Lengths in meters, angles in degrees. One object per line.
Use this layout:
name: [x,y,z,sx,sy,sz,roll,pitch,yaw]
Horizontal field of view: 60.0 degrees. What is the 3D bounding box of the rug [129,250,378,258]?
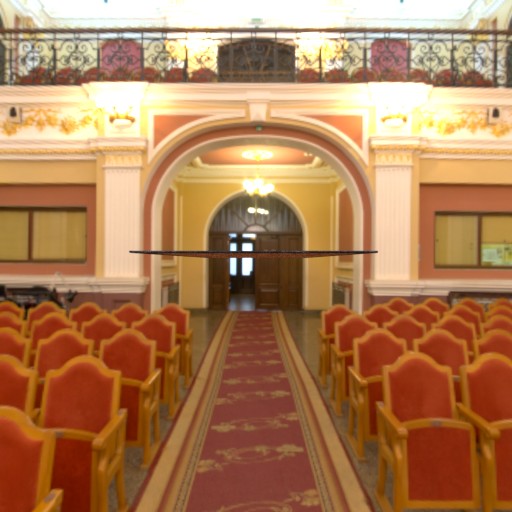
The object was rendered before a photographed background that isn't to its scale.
rug: [0.000,0.000,2.639,0.832,0.008,2.362,0,-1,0]
